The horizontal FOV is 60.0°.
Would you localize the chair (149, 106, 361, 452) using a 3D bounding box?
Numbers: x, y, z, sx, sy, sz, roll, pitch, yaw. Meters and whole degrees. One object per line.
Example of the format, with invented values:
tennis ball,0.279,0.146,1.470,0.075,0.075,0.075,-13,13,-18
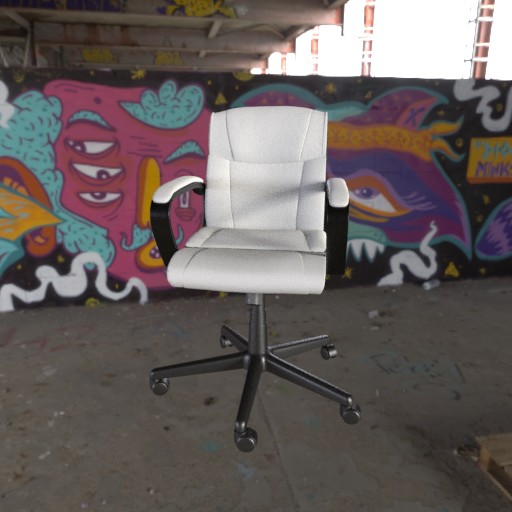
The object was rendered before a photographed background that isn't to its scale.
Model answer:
chair,0.000,0.000,1.509,0.739,1.004,0.717,2,16,9
